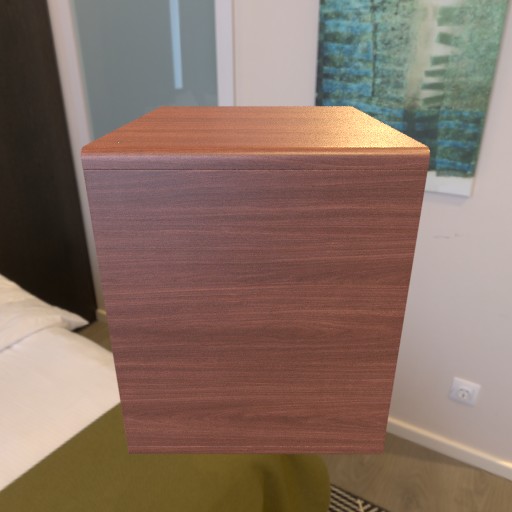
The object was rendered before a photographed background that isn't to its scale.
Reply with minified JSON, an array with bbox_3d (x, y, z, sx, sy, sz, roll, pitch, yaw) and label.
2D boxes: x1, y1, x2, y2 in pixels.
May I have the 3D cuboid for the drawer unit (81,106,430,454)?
[{"bbox_3d":[0.000,0.000,0.596,0.290,0.351,0.349,0,24,0],"label":"drawer unit"}]
